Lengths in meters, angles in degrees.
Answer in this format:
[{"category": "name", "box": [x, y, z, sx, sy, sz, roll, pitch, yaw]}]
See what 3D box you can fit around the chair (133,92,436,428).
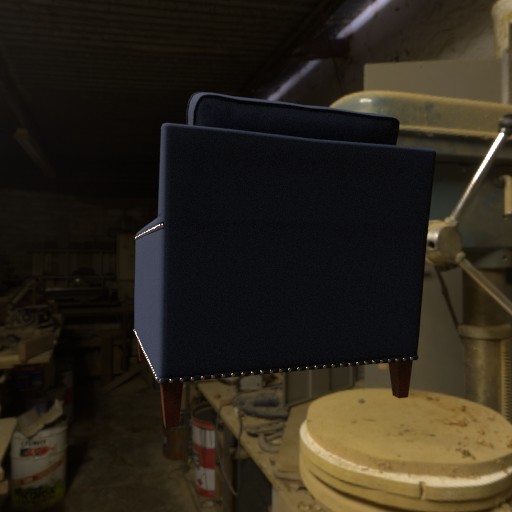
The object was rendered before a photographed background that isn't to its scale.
[{"category": "chair", "box": [0.000, 0.000, 1.712, 0.853, 0.943, 1.014, 0, 0, -19]}]
